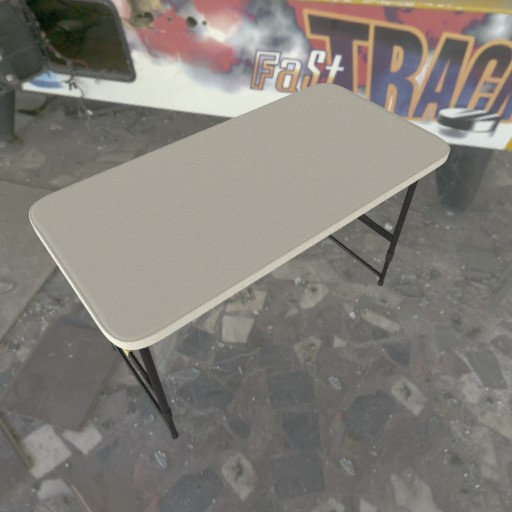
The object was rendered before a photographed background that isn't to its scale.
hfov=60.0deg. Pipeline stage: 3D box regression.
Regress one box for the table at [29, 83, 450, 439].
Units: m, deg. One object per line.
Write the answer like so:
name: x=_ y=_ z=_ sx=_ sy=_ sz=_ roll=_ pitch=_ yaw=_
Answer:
table: x=0.000 y=0.000 z=1.616 sx=1.219 sy=0.737 sz=0.610 roll=-31 pitch=55 yaw=-25
